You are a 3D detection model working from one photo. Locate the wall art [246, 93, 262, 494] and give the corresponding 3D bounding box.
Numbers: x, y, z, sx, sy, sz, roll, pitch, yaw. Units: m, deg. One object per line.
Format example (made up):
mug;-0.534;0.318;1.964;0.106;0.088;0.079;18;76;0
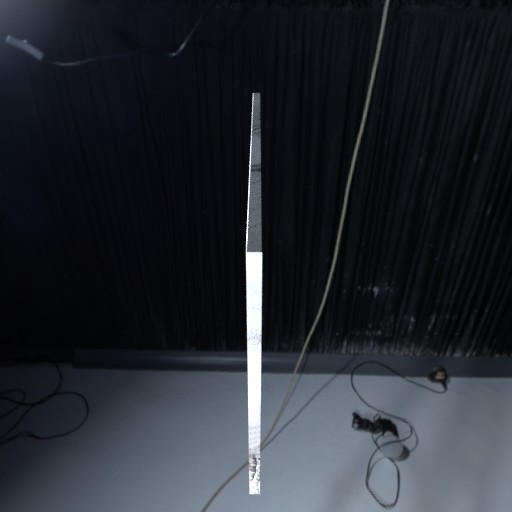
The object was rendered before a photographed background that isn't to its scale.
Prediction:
wall art;0.000;0.000;1.154;0.023;0.607;0.914;0;33;0
